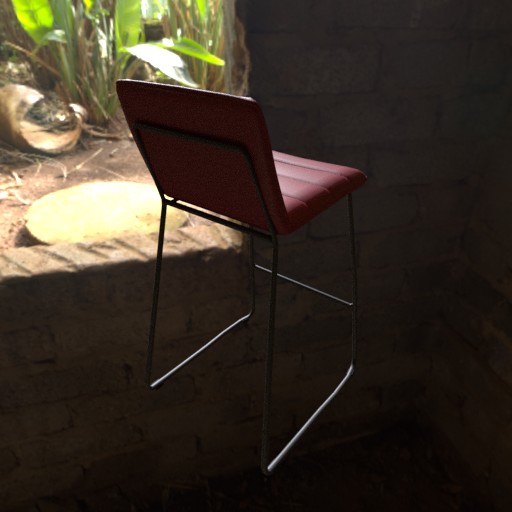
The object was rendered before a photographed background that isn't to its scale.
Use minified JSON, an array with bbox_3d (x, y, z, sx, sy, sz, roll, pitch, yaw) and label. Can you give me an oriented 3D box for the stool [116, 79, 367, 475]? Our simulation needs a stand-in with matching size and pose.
[{"bbox_3d":[0.000,0.000,1.214,0.489,0.937,0.524,22,36,33],"label":"stool"}]
